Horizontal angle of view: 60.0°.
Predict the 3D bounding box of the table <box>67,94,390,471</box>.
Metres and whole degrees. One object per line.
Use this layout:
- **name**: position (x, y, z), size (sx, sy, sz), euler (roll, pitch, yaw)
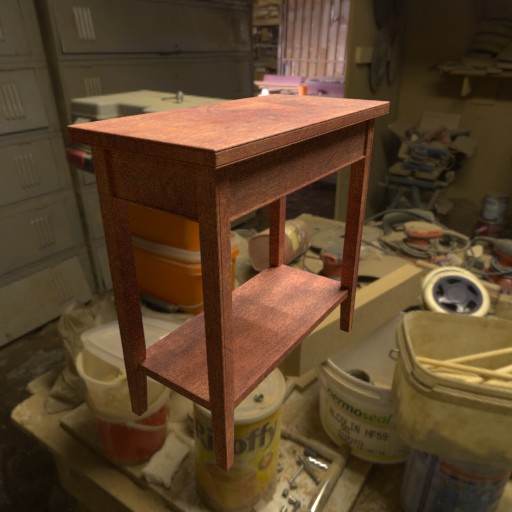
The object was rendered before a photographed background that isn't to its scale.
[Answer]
- **table**: position (0.000, 0.000, 0.976), size (0.305, 0.610, 0.610), euler (17, 30, 31)
